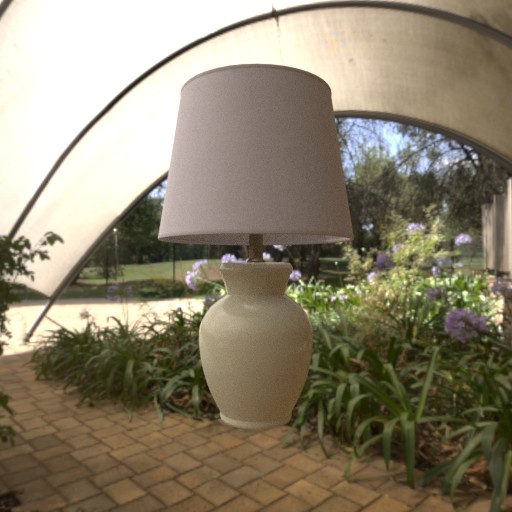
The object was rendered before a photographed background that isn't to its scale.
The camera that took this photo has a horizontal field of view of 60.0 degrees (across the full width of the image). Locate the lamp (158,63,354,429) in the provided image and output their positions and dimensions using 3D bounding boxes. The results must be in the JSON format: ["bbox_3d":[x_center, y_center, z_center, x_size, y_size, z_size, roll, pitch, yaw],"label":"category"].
[{"bbox_3d":[0.000,0.000,0.553,0.239,0.399,0.239,0,-1,0],"label":"lamp"}]
